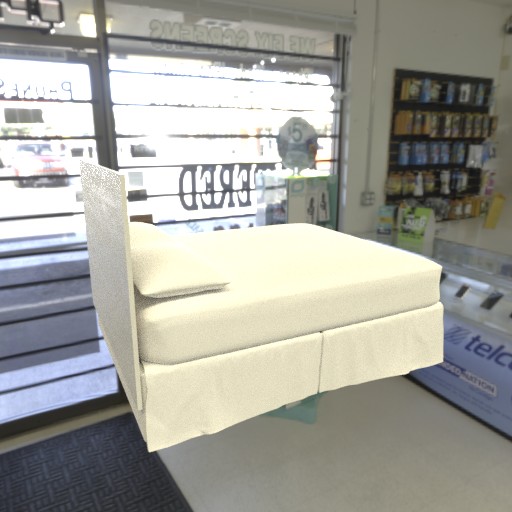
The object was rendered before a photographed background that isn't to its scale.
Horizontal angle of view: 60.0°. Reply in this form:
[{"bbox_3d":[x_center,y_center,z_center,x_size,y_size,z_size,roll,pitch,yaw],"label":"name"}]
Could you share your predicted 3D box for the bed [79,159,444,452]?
[{"bbox_3d":[0.000,0.000,3.163,2.094,1.335,1.745,-7,17,-26],"label":"bed"}]
